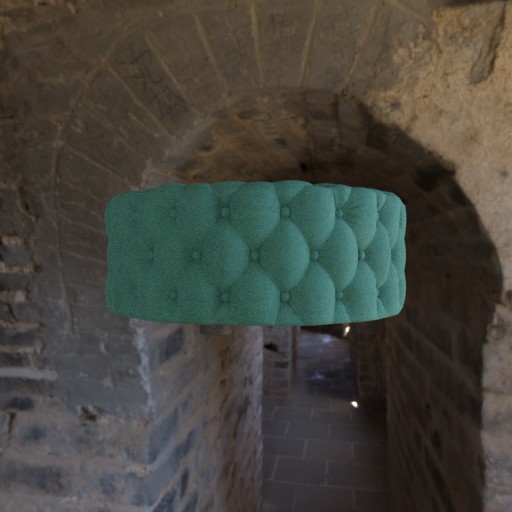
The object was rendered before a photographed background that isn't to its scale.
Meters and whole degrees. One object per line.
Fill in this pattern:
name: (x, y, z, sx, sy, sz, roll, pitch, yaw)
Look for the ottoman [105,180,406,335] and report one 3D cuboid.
ottoman: (0.000, 0.000, 1.539, 0.998, 0.399, 0.998, 0, 0, 0)
